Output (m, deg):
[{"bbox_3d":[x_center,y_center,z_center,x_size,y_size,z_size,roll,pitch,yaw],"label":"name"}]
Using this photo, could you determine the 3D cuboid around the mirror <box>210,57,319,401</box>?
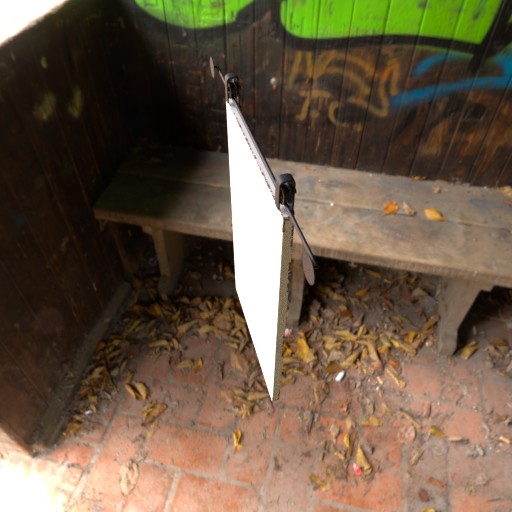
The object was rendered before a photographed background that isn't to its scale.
[{"bbox_3d":[0.000,0.000,1.233,0.037,0.844,0.808,-12,48,-11],"label":"mirror"}]
